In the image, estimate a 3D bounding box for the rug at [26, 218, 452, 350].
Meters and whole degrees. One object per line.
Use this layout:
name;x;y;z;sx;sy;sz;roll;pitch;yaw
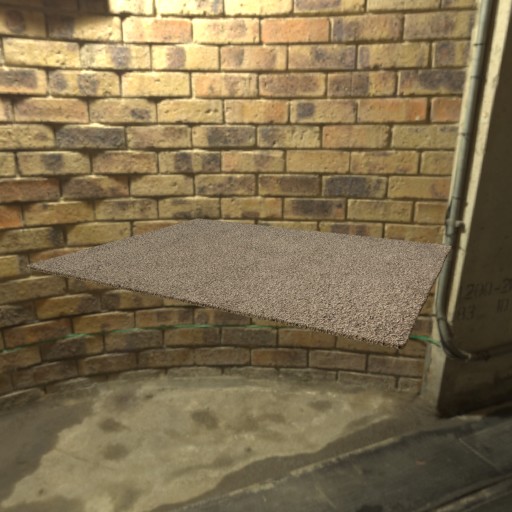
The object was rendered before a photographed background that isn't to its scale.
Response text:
rug;0.000;0.000;4.000;3.047;0.029;2.438;8;17;27
